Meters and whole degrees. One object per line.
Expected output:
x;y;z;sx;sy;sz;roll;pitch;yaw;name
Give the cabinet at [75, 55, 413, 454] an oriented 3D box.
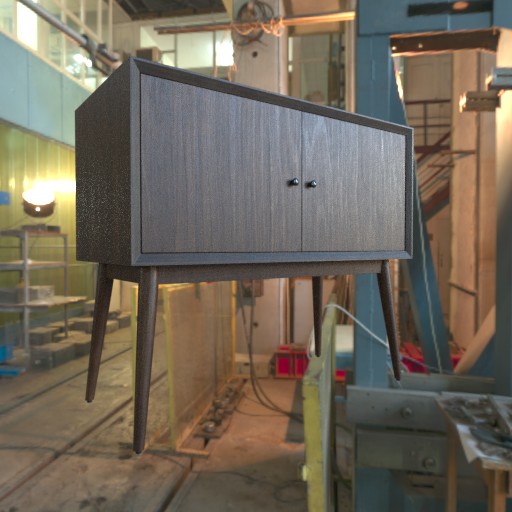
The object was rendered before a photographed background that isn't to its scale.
0.000;0.000;1.071;0.743;0.654;0.354;-1;2;-36;cabinet
